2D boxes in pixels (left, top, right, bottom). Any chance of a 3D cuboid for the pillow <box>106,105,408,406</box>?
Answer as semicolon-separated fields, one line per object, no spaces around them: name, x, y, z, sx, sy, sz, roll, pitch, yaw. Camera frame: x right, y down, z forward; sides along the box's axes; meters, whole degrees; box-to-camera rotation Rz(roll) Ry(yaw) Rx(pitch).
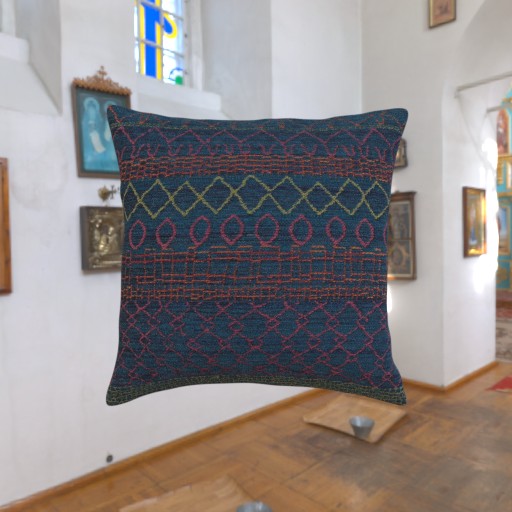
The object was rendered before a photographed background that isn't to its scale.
pillow;0.000;0.000;0.635;0.431;0.431;0.141;0;1;1
